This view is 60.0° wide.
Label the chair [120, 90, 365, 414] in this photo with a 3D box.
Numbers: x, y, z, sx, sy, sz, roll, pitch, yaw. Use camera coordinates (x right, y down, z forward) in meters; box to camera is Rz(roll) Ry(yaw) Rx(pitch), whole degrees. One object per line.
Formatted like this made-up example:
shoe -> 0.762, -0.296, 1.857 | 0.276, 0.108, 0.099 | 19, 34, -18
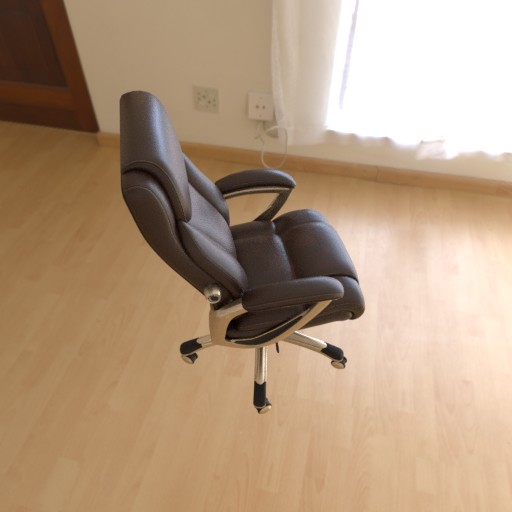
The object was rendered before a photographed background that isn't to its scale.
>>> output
chair -> 0.000, 0.000, 1.642 | 0.749, 1.194, 0.692 | -9, 47, -8
